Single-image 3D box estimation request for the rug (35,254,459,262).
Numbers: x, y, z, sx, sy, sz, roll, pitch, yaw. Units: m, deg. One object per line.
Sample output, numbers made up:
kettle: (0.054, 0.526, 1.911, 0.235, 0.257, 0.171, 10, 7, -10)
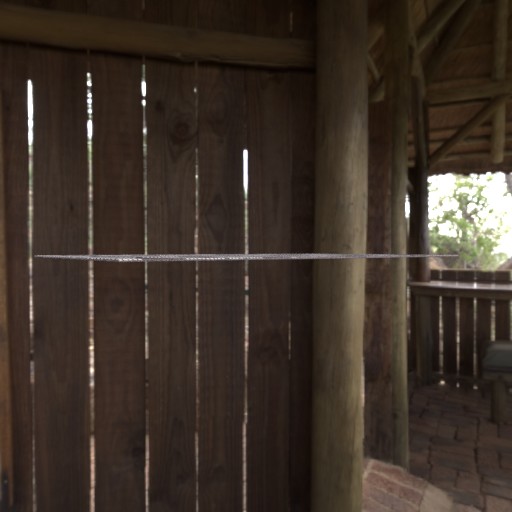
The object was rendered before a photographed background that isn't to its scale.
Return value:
rug: (0.000, 0.000, 2.986, 2.435, 0.011, 1.517, -1, 1, -37)
